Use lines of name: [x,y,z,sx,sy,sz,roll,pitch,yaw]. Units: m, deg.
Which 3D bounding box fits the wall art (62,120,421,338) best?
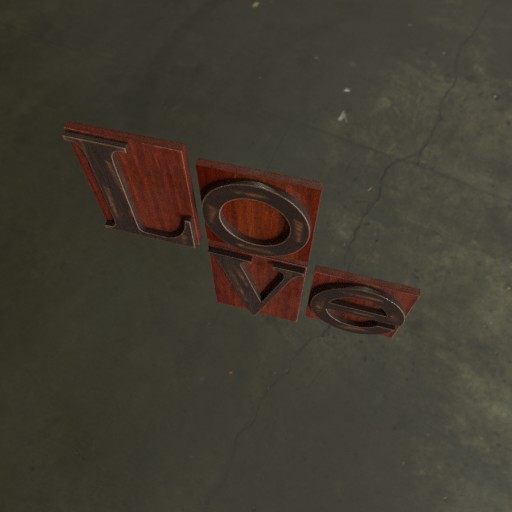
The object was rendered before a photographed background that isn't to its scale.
wall art: [0.000,0.000,0.868,0.635,0.497,0.030,13,58,8]
